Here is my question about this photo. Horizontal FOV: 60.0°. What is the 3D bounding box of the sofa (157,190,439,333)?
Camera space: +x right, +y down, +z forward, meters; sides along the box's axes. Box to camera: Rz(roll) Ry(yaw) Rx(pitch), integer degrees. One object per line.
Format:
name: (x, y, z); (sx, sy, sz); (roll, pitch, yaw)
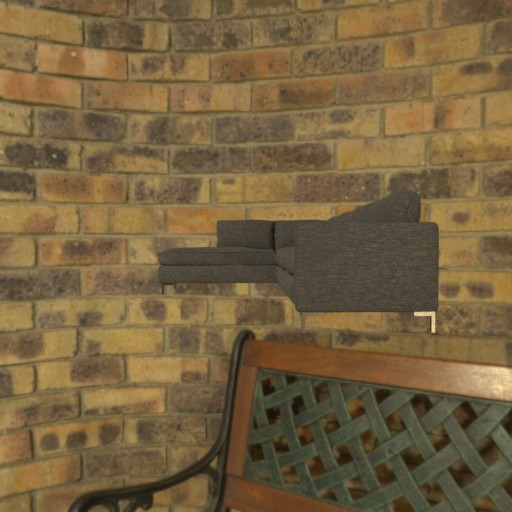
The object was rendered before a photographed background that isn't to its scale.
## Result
sofa: (0.000, 0.000, 3.883); (2.007, 0.815, 2.949); (0, 1, -1)
